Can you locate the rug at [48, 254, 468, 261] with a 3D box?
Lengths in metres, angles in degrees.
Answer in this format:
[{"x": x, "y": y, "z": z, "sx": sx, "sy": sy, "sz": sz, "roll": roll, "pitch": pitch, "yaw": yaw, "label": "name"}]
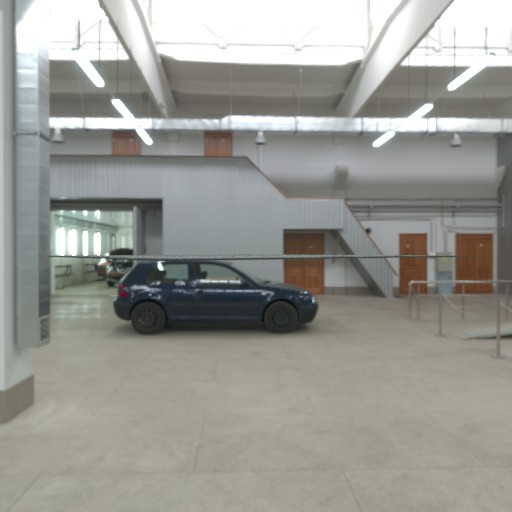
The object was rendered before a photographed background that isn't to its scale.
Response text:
[{"x": 0.000, "y": 0.000, "z": 4.134, "sx": 3.068, "sy": 0.021, "sz": 2.456, "roll": 0, "pitch": 1, "yaw": -37, "label": "rug"}]
